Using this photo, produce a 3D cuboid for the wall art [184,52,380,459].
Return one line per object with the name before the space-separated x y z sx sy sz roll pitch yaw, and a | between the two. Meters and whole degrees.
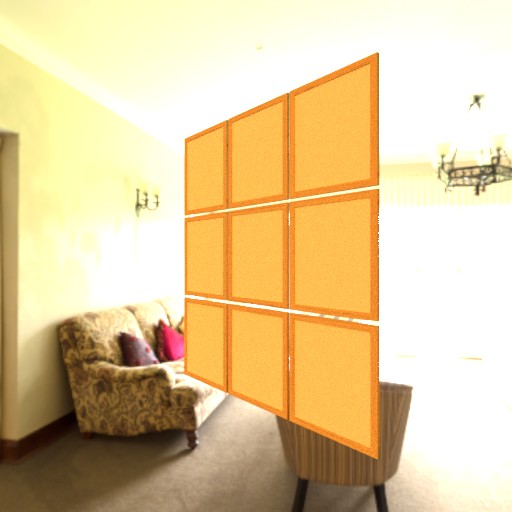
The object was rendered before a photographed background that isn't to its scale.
wall art | 0.000 0.000 2.263 0.013 1.523 1.517 0 0 -37
